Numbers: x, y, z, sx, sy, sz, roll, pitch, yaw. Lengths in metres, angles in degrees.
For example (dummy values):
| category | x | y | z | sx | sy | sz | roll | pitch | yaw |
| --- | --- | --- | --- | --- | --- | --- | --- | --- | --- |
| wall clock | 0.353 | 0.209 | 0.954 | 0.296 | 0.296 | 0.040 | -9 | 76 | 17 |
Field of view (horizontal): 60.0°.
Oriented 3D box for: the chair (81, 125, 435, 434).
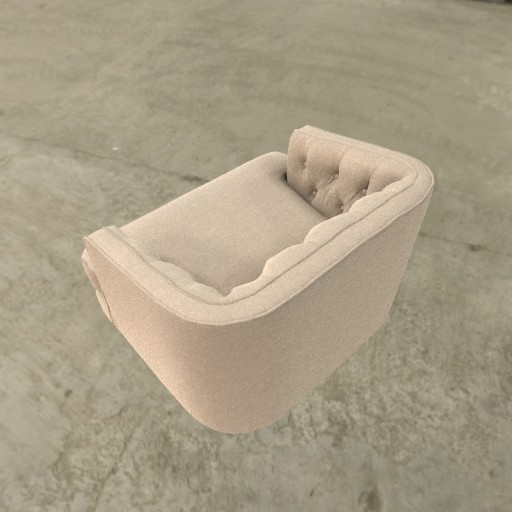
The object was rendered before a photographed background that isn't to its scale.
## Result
| category | x | y | z | sx | sy | sz | roll | pitch | yaw |
| --- | --- | --- | --- | --- | --- | --- | --- | --- | --- |
| chair | 0.000 | 0.000 | 1.778 | 1.104 | 0.852 | 0.941 | -33 | 55 | -27 |
